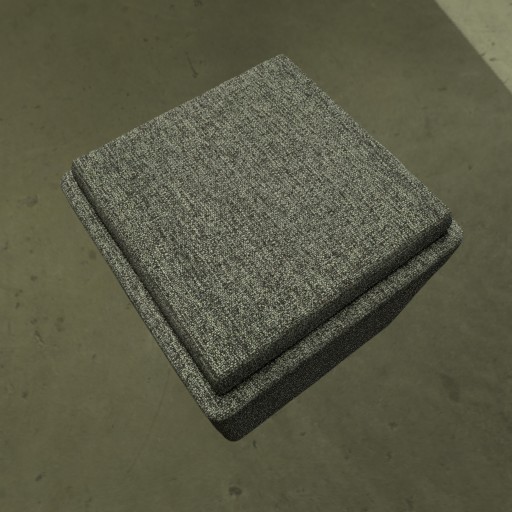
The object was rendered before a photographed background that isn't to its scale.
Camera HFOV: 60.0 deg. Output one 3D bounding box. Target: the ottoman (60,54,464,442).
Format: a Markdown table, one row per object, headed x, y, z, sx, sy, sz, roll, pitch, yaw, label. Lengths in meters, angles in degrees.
| x | y | z | sx | sy | sz | roll | pitch | yaw | label |
| --- | --- | --- | --- | --- | --- | --- | --- | --- | --- |
| 0.000 | 0.000 | 0.810 | 0.450 | 0.463 | 0.450 | -33 | 68 | -15 | ottoman |
